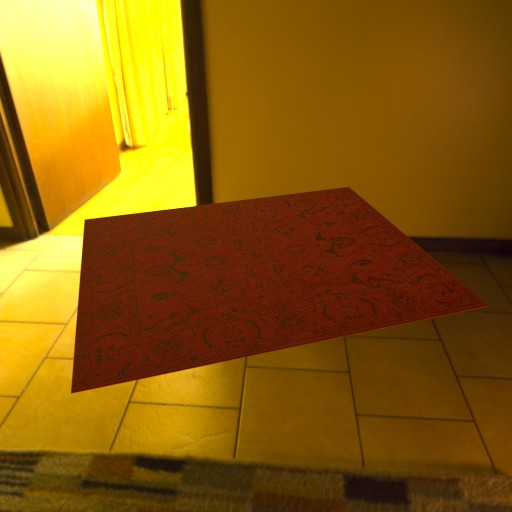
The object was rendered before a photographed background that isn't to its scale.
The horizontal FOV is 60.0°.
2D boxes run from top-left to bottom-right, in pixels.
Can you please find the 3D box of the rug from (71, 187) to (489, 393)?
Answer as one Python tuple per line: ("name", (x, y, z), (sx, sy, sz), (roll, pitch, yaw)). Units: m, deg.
("rug", (0.000, 0.000, 3.875), (2.929, 0.012, 2.300), (-9, 33, -14))
